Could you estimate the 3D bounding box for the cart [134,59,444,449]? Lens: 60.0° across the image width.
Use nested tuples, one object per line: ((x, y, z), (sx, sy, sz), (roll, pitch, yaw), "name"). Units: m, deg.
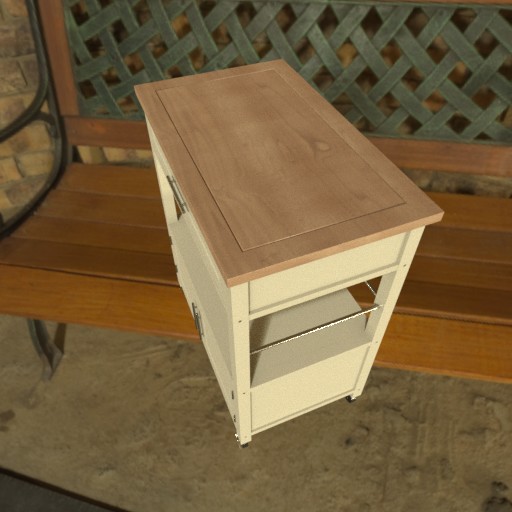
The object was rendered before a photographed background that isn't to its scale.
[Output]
((0.000, 0.000, 1.409), (0.459, 0.901, 0.840), (-17, 49, -15), "cart")
